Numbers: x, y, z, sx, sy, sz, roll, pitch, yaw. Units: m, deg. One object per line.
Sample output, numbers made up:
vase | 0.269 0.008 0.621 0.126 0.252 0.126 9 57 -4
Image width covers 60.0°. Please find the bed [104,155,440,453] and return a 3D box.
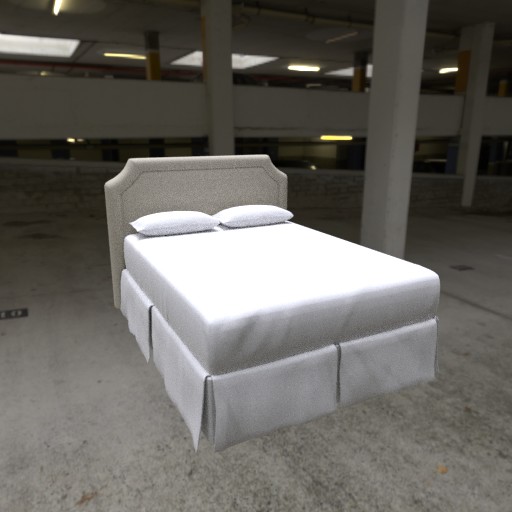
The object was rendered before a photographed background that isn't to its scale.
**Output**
bed | 0.000 0.000 3.167 1.693 1.290 2.116 -8 18 -26
